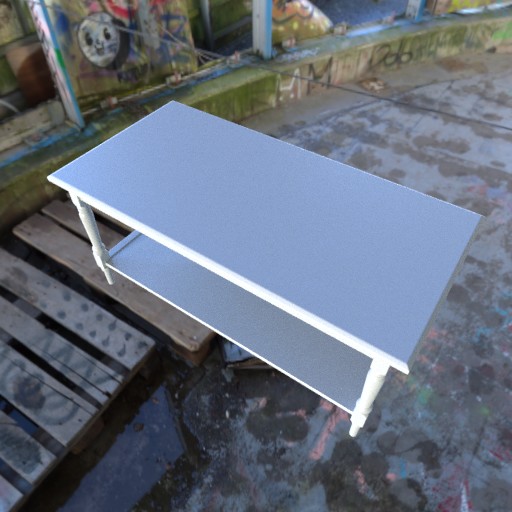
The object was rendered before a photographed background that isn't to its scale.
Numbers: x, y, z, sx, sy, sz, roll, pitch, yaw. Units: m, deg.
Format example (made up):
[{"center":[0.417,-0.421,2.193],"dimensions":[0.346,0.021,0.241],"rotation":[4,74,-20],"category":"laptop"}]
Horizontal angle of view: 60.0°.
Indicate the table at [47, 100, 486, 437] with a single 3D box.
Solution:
[{"center":[0.000,0.000,1.421],"dimensions":[1.109,0.506,0.551],"rotation":[27,53,23],"category":"table"}]
